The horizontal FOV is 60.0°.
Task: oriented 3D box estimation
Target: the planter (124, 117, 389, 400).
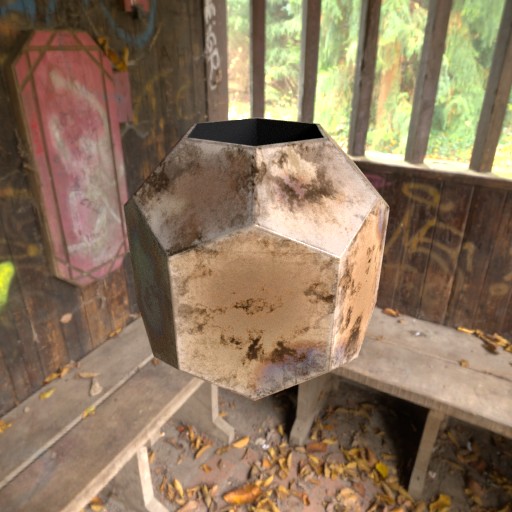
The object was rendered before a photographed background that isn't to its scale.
[{"bbox_3d":[0.000,0.000,0.428,0.243,0.238,0.221,0,26,1],"label":"planter"}]
